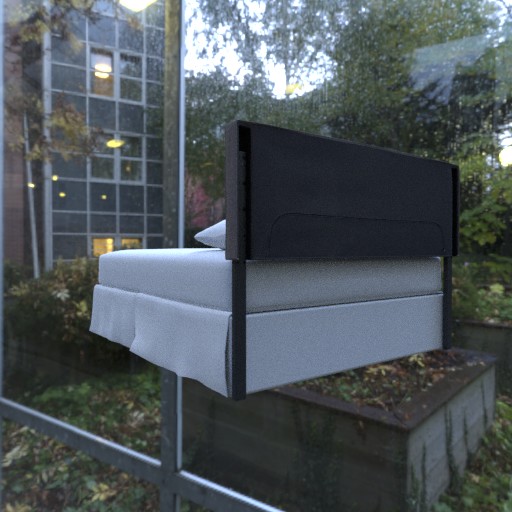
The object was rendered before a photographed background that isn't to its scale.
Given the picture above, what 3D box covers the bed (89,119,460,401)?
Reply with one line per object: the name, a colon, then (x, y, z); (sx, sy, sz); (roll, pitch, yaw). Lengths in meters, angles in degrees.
bed: (0.000, 0.000, 2.889); (1.610, 1.089, 1.894); (-1, 1, -36)
